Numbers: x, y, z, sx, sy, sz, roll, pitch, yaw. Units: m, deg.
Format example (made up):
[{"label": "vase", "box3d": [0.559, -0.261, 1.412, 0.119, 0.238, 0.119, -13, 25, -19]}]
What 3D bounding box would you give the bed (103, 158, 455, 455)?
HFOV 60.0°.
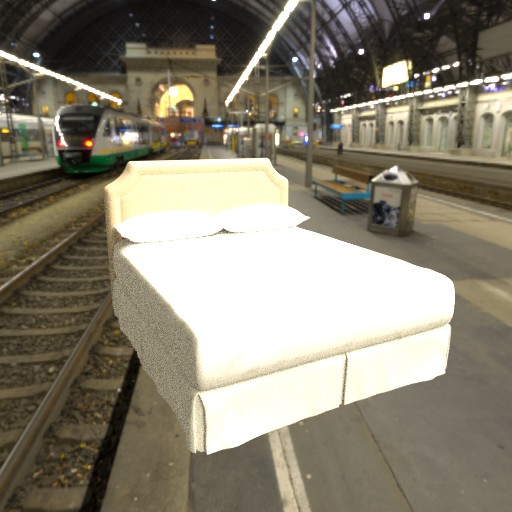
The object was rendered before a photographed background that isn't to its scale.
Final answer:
[{"label": "bed", "box3d": [0.000, 0.000, 3.829, 2.134, 1.524, 2.548, -8, 17, -27]}]
